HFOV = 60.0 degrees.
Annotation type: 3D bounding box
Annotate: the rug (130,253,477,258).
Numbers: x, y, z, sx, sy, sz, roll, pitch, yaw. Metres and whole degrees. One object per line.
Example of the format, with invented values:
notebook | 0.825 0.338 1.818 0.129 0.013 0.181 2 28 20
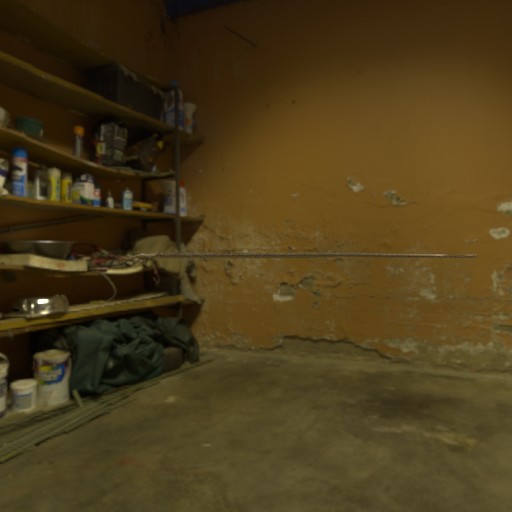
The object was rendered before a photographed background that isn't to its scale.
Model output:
rug | 0.000 0.000 3.102 1.609 0.030 2.342 0 0 -18
